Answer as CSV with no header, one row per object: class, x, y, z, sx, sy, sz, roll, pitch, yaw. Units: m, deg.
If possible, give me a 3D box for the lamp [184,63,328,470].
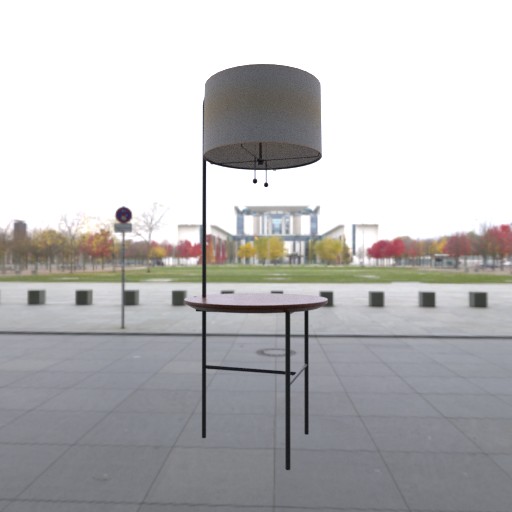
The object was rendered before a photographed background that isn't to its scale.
lamp,0.000,0.000,1.795,0.573,1.517,0.573,0,-1,0
